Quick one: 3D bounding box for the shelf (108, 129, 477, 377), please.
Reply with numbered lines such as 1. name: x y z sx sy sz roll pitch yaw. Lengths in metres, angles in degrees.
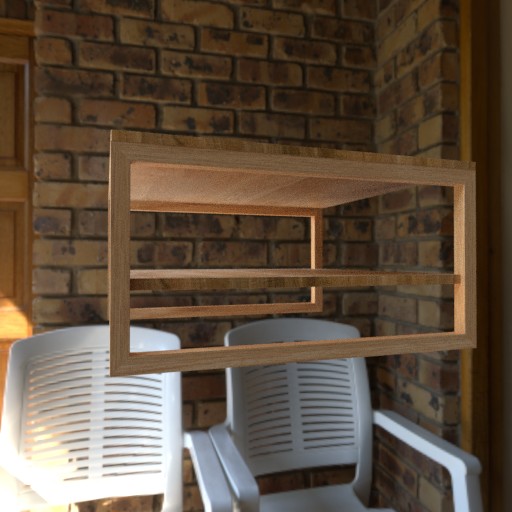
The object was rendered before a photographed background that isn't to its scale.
1. shelf: 0.000 0.000 1.427 0.899 0.480 0.899 0 -1 -19
